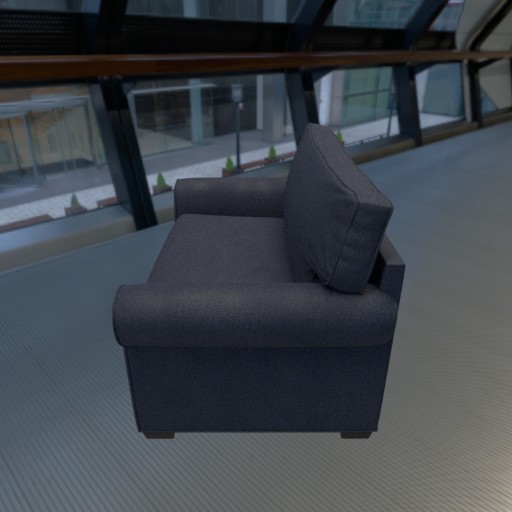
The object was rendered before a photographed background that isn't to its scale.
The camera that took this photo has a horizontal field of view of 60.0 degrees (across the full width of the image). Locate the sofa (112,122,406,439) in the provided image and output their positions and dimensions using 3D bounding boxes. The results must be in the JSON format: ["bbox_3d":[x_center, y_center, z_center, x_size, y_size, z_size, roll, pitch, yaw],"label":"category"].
[{"bbox_3d":[0.000,0.000,2.049,0.938,1.004,1.405,0,27,0],"label":"sofa"}]
